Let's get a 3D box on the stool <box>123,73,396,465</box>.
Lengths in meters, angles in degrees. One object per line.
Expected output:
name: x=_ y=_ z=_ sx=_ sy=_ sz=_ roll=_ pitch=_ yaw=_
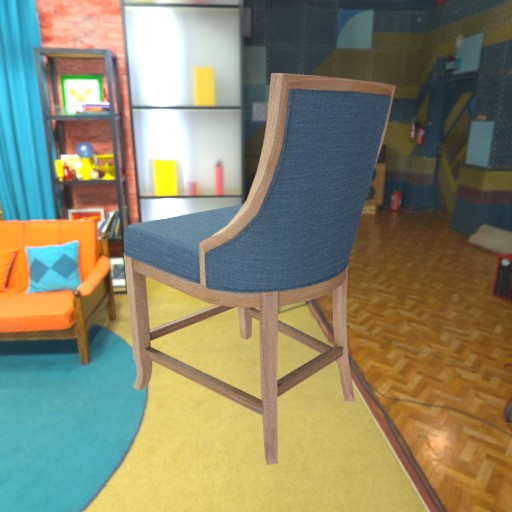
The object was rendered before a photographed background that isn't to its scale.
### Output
stool: x=0.000 y=0.000 z=1.301 sx=0.626 sy=0.938 sz=0.524 roll=16 pitch=23 yaw=42
